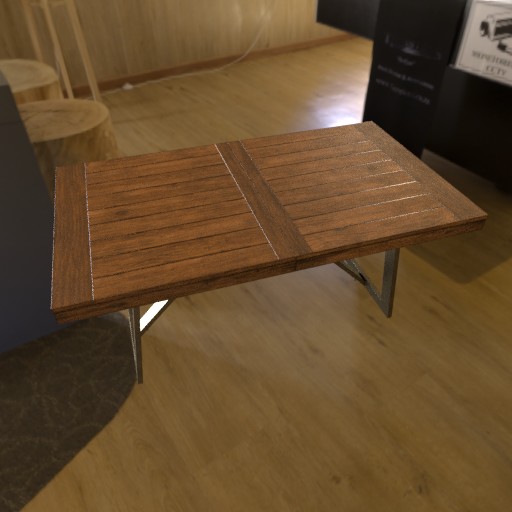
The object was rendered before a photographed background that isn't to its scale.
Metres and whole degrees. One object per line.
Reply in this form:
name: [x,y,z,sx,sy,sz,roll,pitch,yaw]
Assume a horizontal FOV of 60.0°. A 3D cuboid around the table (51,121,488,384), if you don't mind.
table: [0.000,0.000,2.153,1.641,0.757,0.931,-12,42,-14]
